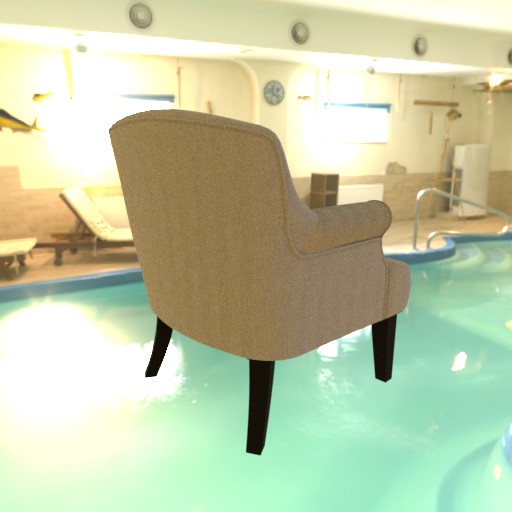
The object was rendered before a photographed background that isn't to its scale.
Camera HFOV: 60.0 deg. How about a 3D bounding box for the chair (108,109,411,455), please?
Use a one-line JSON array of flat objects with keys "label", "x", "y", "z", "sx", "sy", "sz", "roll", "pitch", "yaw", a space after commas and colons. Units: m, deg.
[{"label": "chair", "x": 0.000, "y": 0.000, "z": 1.442, "sx": 0.755, "sy": 0.880, "sz": 0.772, "roll": -14, "pitch": 20, "yaw": -42}]
